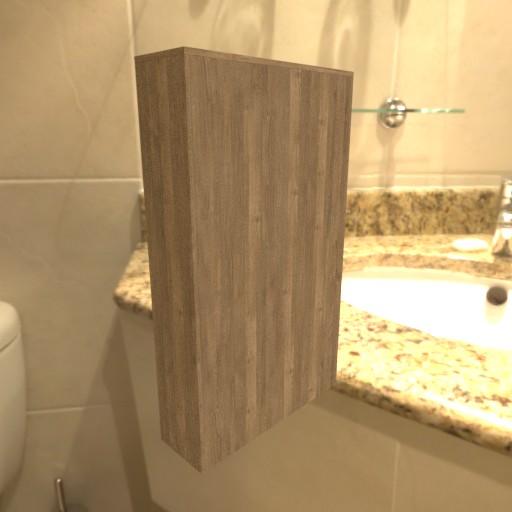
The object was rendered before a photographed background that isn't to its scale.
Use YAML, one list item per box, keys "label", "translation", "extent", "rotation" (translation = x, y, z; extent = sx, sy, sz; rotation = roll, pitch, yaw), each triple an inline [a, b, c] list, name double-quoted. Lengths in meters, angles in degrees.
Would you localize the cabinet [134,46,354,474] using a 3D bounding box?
- label: "cabinet"
  translation: [0.000, 0.000, 1.607]
  extent: [0.750, 1.280, 0.250]
  rotation: [-16, 22, -43]
